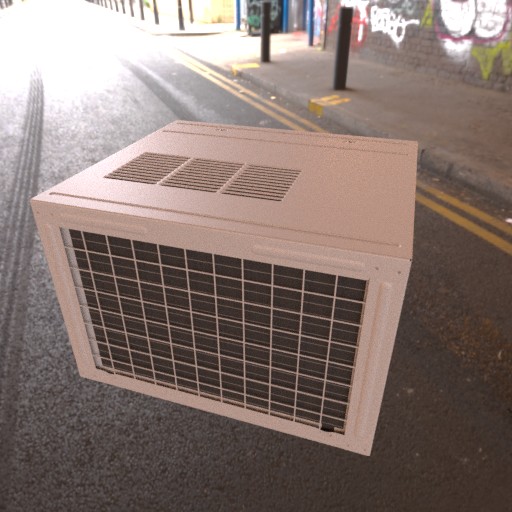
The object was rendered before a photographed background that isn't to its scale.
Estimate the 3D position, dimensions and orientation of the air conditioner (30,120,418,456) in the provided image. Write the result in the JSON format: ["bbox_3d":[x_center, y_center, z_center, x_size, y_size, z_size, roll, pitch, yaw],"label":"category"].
[{"bbox_3d":[0.000,0.000,1.048,0.645,0.455,0.599,10,33,15],"label":"air conditioner"}]
